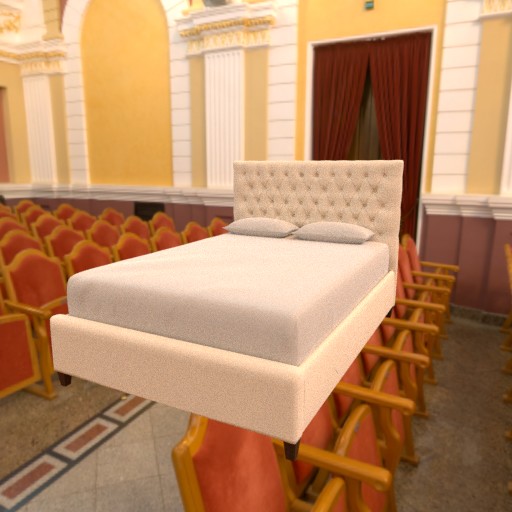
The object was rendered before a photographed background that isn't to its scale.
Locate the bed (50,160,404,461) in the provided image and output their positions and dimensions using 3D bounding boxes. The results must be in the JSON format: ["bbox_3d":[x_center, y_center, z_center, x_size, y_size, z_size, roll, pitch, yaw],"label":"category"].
[{"bbox_3d":[0.000,0.000,3.348,1.698,1.427,2.387,6,13,27],"label":"bed"}]
